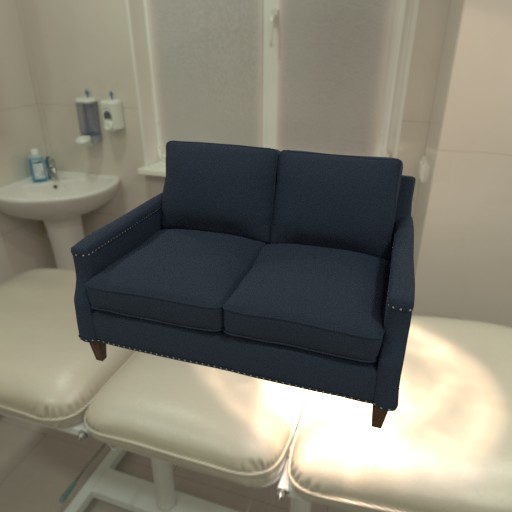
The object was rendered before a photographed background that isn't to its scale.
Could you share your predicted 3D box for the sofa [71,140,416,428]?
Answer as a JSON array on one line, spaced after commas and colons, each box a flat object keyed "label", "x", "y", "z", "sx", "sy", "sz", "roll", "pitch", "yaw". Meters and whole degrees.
[{"label": "sofa", "x": 0.000, "y": 0.000, "z": 2.356, "sx": 1.597, "sy": 1.003, "sz": 1.084, "roll": 8, "pitch": 28, "yaw": 16}]
